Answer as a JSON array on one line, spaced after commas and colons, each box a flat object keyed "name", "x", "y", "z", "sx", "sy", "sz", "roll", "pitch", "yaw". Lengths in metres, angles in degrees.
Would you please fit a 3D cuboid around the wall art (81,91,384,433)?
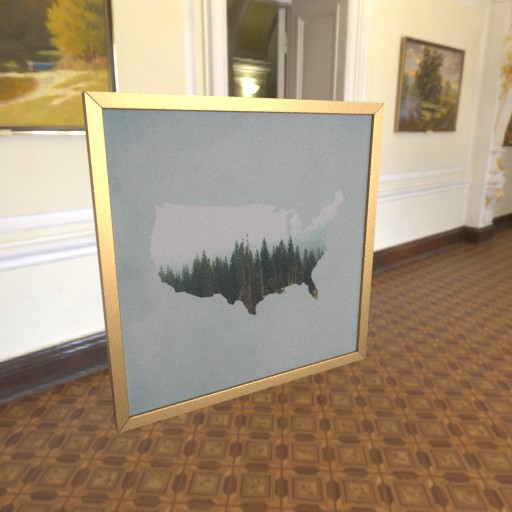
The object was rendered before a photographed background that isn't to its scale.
[{"name": "wall art", "x": 0.000, "y": 0.000, "z": 1.135, "sx": 0.762, "sy": 0.762, "sz": 0.038, "roll": -8, "pitch": 18, "yaw": -27}]
